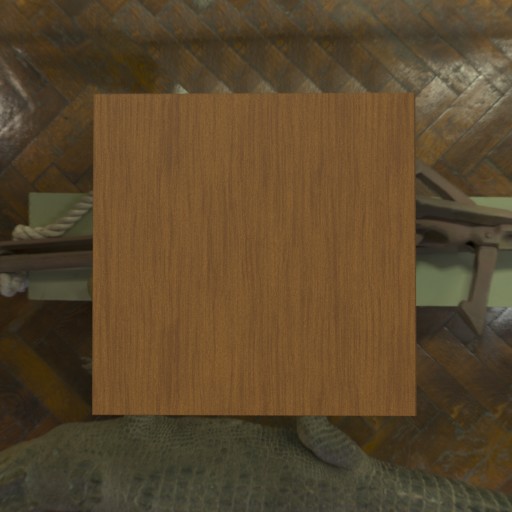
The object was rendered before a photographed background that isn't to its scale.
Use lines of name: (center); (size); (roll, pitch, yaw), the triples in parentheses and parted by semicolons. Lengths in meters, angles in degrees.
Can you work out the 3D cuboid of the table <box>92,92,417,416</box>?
table: (0.000, 0.000, 0.815); (0.398, 0.540, 0.397); (0, 89, 1)
